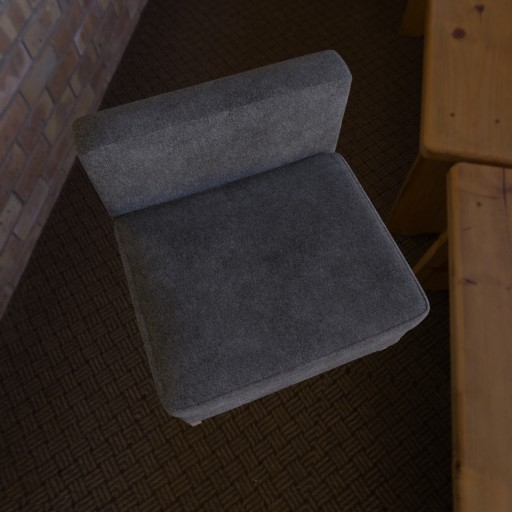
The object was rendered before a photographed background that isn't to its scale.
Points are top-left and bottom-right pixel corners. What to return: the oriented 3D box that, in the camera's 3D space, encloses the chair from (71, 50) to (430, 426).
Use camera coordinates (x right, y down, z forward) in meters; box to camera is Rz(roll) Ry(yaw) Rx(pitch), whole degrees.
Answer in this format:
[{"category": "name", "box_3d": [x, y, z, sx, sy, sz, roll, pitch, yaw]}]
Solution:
[{"category": "chair", "box_3d": [0.000, 0.000, 1.199, 0.680, 0.660, 0.680, -19, 65, -9]}]
